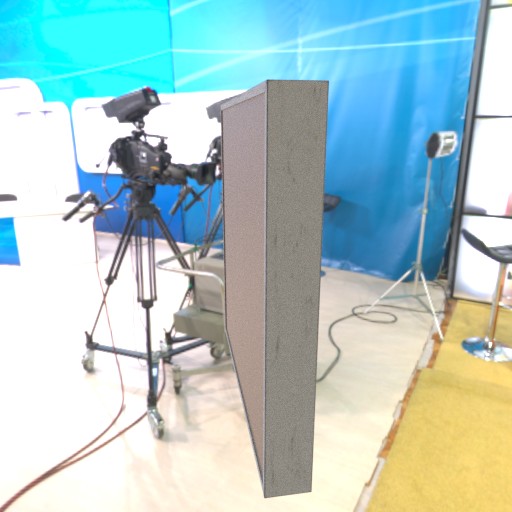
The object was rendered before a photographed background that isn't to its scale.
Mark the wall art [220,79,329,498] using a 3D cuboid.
[{"bbox_3d":[0.000,0.000,0.451,0.038,0.305,0.305,-3,16,-9],"label":"wall art"}]
